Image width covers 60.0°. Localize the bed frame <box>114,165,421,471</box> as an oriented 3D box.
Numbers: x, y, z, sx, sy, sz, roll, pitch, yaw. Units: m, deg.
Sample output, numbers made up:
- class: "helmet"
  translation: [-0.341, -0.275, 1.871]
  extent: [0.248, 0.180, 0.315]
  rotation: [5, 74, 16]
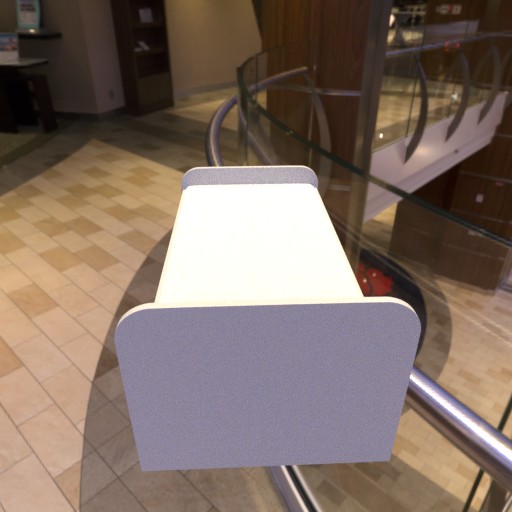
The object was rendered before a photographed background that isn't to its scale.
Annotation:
- class: "bed frame"
  translation: [0.000, 0.000, 2.420]
  extent: [0.998, 0.805, 1.963]
  rotation: [-1, 31, -2]
